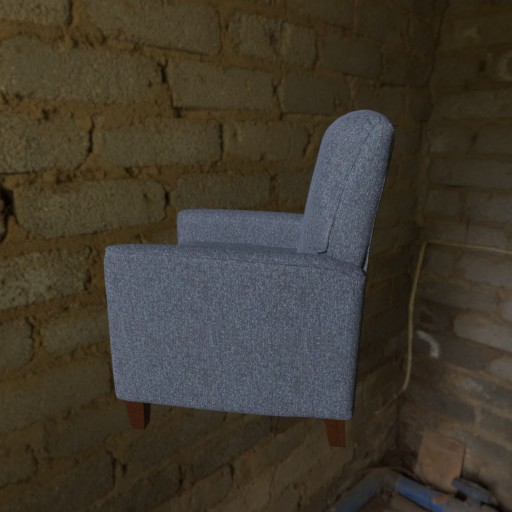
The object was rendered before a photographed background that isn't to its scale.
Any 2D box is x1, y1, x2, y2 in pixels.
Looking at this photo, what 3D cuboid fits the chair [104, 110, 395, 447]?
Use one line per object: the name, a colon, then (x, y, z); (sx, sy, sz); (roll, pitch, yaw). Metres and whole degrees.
chair: (0.000, 0.000, 1.646); (0.850, 1.016, 0.839); (2, 14, 8)
